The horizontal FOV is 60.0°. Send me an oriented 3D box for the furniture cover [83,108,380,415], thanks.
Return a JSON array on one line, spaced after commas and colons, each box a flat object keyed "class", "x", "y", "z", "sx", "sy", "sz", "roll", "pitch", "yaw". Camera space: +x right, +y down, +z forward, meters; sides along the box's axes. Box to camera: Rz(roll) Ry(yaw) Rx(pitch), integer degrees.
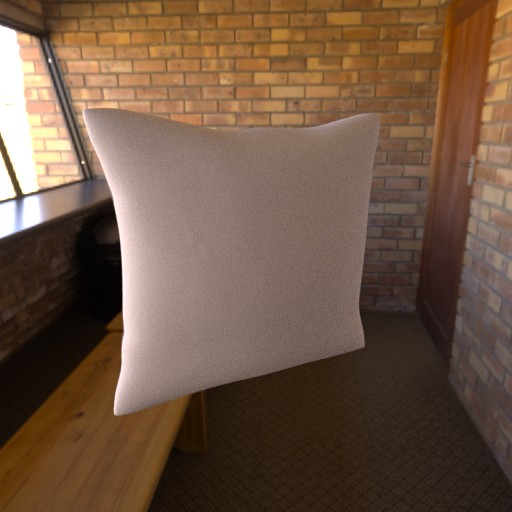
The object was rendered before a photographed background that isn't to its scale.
[{"class": "furniture cover", "x": 0.000, "y": 0.000, "z": 0.817, "sx": 0.552, "sy": 0.509, "sz": 0.193, "roll": -8, "pitch": 18, "yaw": -26}]
